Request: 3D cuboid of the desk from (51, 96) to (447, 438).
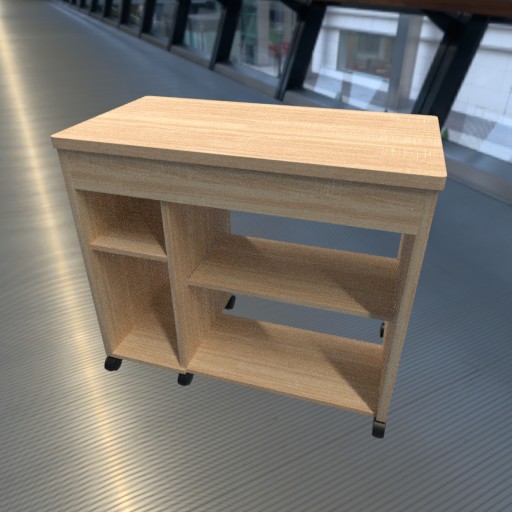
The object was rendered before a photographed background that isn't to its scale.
[{"bbox_3d":[0.000,0.000,1.321,0.884,0.770,0.480,9,33,14],"label":"desk"}]
